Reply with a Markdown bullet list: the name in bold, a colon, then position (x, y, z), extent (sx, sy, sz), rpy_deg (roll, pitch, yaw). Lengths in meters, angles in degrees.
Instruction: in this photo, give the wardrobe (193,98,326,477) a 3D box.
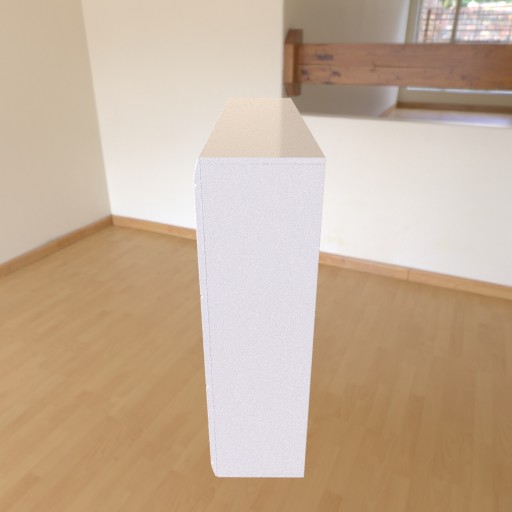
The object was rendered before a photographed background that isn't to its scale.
- **wardrobe**: position (0.000, 0.000, 1.988), extent (0.360, 1.200, 1.340), rpy_deg (0, 26, 0)
